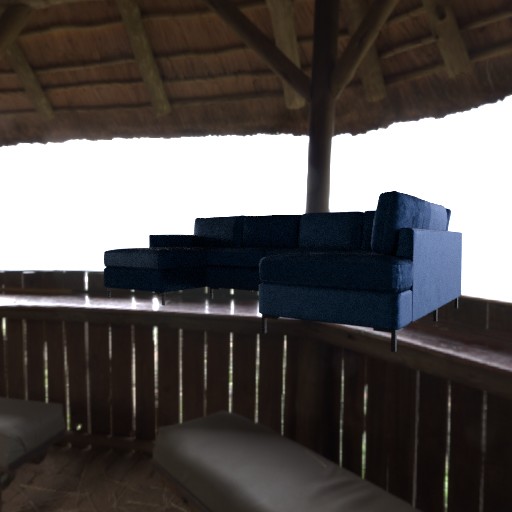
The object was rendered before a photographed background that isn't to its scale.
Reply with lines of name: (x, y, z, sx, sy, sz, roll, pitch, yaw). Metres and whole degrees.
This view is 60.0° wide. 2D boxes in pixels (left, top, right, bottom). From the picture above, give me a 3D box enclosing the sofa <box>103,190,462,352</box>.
sofa: (0.000, 0.000, 4.360, 3.434, 0.992, 2.055, 1, 3, 35)
